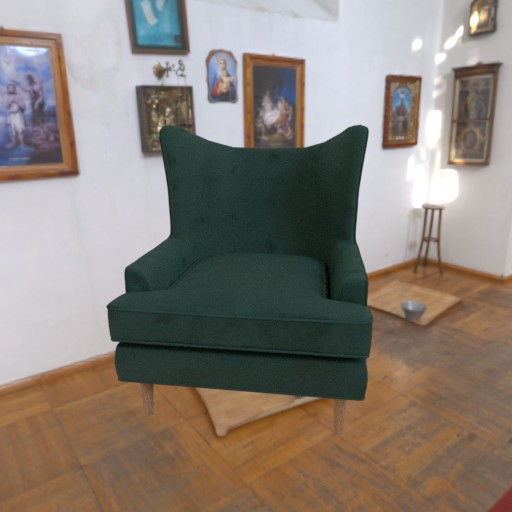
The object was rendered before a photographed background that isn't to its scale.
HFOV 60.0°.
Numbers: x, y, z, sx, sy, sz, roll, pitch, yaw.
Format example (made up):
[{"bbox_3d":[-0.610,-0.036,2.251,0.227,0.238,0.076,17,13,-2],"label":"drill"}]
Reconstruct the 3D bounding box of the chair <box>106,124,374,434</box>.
[{"bbox_3d":[0.000,0.000,1.668,0.793,0.952,0.910,2,16,8],"label":"chair"}]
